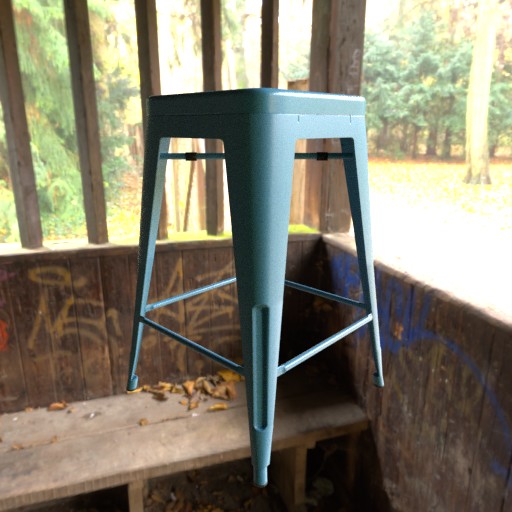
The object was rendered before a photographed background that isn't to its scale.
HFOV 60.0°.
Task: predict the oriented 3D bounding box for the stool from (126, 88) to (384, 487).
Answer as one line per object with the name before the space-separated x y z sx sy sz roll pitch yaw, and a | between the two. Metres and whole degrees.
stool | 0.000 0.000 0.896 0.410 0.608 0.410 15 22 41
